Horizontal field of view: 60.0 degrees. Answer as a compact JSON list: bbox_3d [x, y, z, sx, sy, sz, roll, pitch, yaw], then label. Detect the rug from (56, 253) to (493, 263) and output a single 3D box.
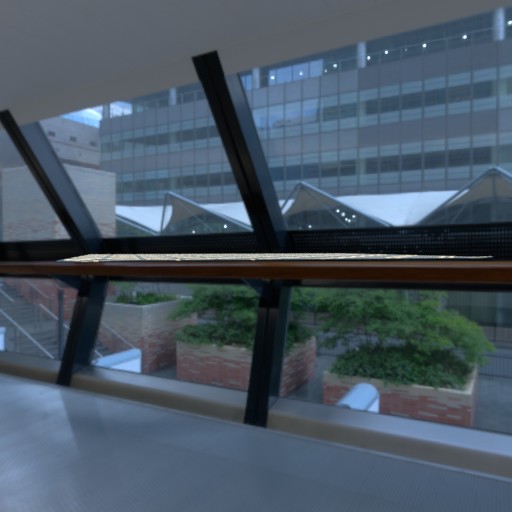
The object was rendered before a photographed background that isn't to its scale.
[{"bbox_3d":[0.000,0.000,3.822,2.867,0.020,2.277,0,1,-16],"label":"rug"}]
